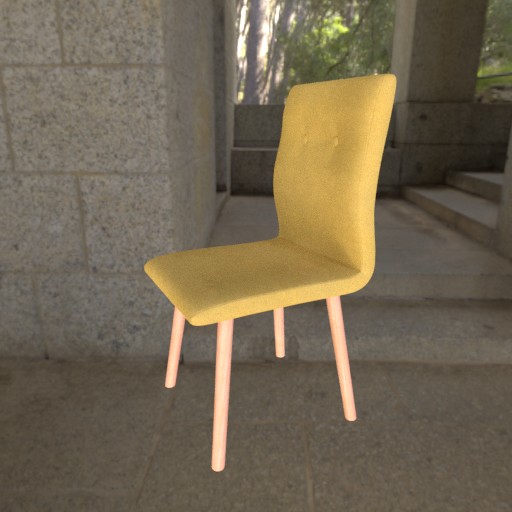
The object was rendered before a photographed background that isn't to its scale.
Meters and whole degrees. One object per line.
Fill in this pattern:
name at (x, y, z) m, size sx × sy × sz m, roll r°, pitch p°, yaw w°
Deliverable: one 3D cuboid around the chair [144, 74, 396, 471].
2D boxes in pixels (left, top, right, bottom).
chair at (0.000, 0.000, 1.278) m, size 0.550 × 0.965 × 0.450 m, roll -9°, pitch 19°, yaw -26°
